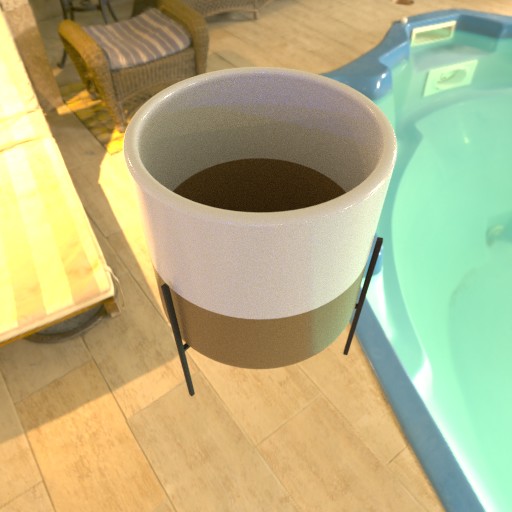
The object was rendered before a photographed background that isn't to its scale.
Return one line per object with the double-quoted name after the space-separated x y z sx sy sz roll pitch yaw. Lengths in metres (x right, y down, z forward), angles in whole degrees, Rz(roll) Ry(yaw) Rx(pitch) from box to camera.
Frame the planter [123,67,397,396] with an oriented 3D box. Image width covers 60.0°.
0.000 0.000 0.653 0.310 0.432 0.310 -24 53 -20 "planter"
